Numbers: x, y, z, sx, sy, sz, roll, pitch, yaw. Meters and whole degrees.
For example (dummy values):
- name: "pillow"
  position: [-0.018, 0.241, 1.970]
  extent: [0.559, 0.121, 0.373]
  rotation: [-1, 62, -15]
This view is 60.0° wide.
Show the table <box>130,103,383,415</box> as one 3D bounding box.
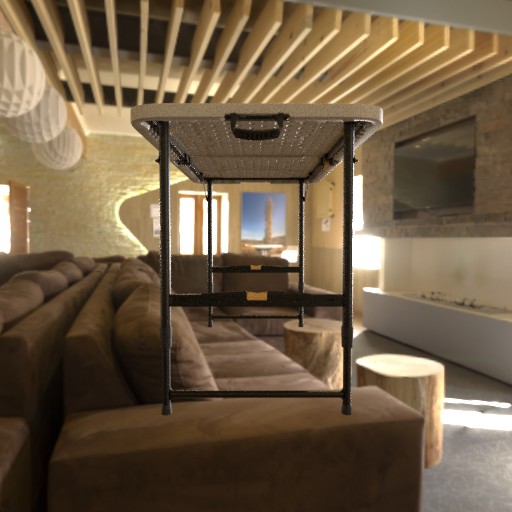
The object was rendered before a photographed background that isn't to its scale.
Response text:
- name: "table"
  position: [0.000, 0.000, 1.606]
  extent: [0.611, 0.737, 1.245]
  rotation: [0, 2, 0]
